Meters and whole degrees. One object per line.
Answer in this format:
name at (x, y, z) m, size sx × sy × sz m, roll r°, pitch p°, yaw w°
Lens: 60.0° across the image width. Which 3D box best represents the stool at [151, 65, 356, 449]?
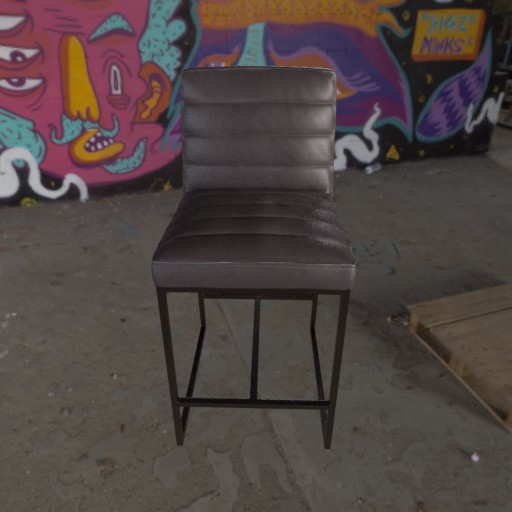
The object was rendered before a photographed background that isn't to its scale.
stool at (0.000, 0.000, 1.261) m, size 0.463 × 0.946 × 0.562 m, roll 1°, pitch 29°, yaw 1°
